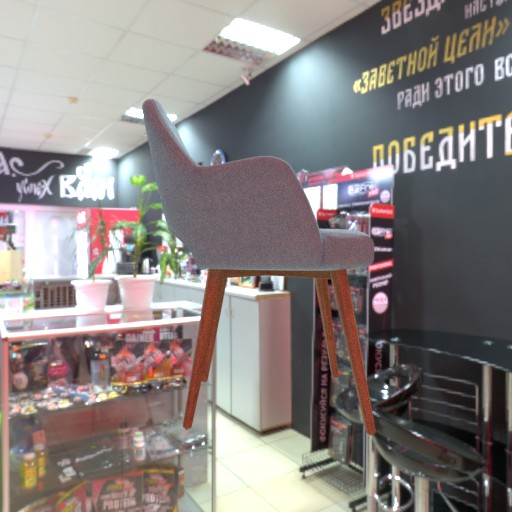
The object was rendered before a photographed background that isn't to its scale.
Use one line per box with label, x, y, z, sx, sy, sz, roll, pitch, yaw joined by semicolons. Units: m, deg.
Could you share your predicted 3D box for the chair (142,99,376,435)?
chair;0.000;0.000;1.270;0.610;0.840;0.590;0;1;0
